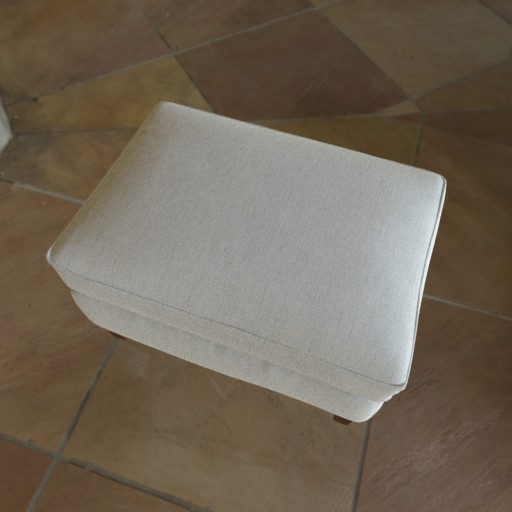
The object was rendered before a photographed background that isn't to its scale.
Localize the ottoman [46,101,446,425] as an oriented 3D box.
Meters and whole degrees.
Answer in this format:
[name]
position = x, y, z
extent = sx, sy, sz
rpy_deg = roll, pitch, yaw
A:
[ottoman]
position = 0.000, 0.000, 0.958
extent = 0.665, 0.406, 0.501
rpy_deg = 18, 60, 11
